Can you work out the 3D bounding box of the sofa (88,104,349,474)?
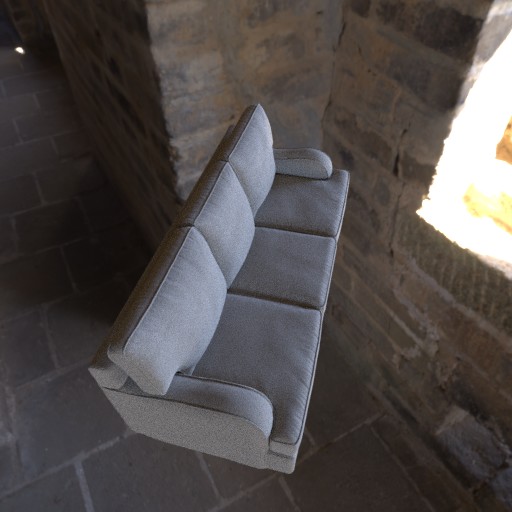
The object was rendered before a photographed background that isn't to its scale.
[{"bbox_3d":[0.000,0.000,2.898,1.016,0.997,2.323,10,46,10],"label":"sofa"}]
